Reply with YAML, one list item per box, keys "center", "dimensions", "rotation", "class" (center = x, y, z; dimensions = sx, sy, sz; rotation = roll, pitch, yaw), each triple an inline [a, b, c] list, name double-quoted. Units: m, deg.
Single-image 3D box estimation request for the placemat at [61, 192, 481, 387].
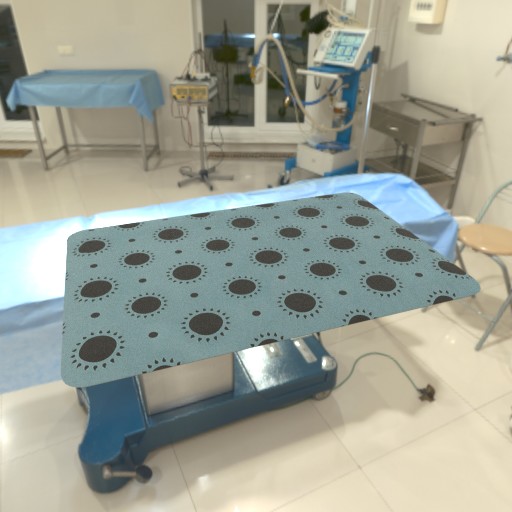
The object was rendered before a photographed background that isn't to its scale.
- center: [0.000, 0.000, 0.935]
  dimensions: [0.762, 0.021, 0.508]
  rotation: [-10, 32, -16]
  class: "placemat"
